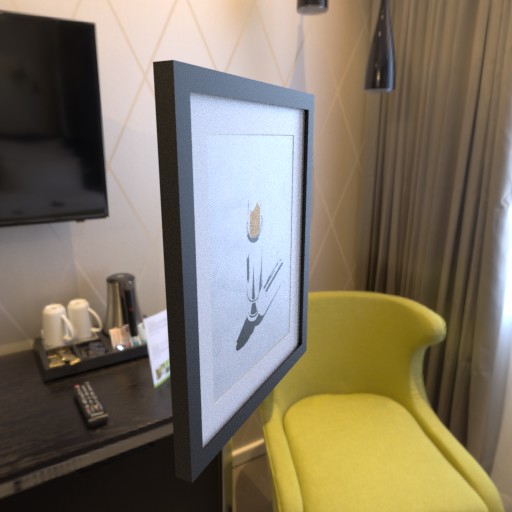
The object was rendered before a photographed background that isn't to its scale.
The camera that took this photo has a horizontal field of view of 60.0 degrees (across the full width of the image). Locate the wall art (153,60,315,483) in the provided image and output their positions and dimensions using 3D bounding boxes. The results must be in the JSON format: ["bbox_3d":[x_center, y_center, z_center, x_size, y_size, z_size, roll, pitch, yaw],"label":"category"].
[{"bbox_3d":[0.000,0.000,0.763,0.029,0.559,0.457,7,17,26],"label":"wall art"}]
